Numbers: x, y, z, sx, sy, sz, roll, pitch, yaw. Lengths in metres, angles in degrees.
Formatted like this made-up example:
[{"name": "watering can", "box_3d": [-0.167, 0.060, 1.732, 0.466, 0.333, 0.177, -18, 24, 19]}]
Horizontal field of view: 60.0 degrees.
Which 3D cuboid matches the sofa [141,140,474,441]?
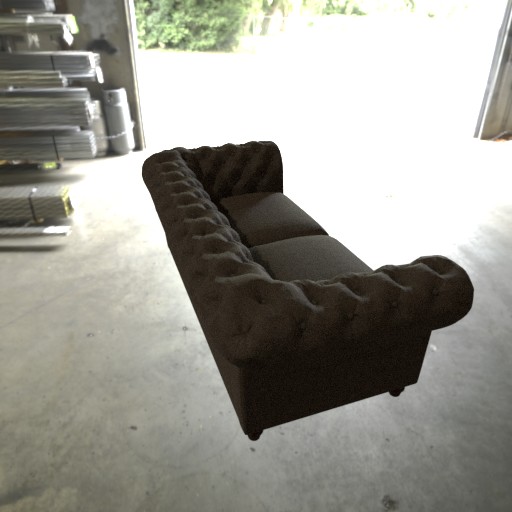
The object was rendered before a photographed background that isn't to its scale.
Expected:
[{"name": "sofa", "box_3d": [0.000, 0.000, 2.396, 0.944, 0.780, 2.048, -10, 31, -17]}]
